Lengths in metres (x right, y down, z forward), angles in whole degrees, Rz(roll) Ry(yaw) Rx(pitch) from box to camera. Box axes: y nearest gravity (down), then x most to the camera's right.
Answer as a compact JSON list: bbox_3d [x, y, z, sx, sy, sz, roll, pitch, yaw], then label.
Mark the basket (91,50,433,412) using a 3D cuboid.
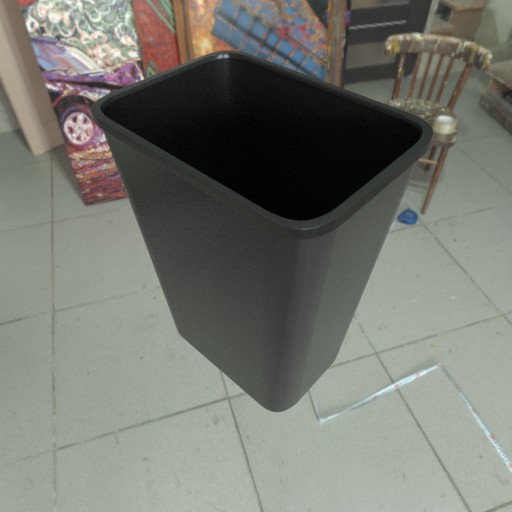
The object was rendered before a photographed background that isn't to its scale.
[{"bbox_3d":[0.000,0.000,0.762,0.394,0.521,0.287,33,54,28],"label":"basket"}]
